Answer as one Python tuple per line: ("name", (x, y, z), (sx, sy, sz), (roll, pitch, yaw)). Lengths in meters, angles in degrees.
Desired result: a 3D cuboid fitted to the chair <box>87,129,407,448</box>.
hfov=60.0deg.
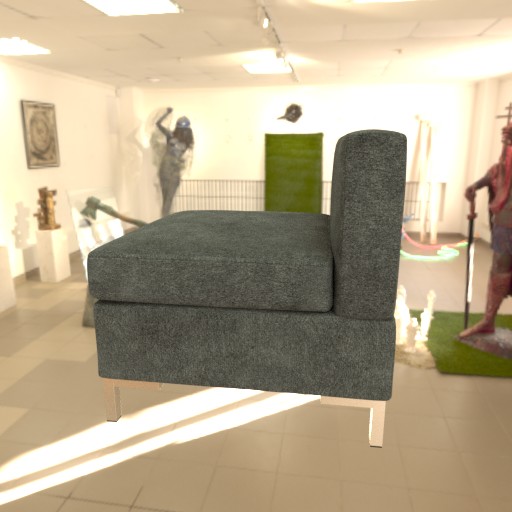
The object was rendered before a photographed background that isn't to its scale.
("chair", (0.000, 0.000, 1.230), (0.680, 0.660, 0.680), (2, 14, 8))
